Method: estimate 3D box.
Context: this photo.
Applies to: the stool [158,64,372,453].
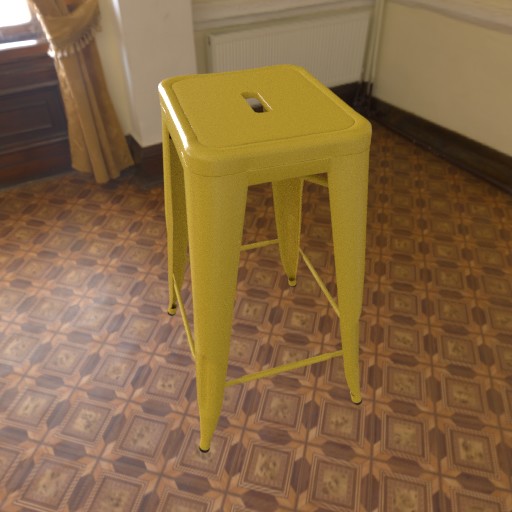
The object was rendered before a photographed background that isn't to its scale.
[{"bbox_3d":[0.000,0.000,0.852,0.359,0.609,0.399,-12,42,-14],"label":"stool"}]
